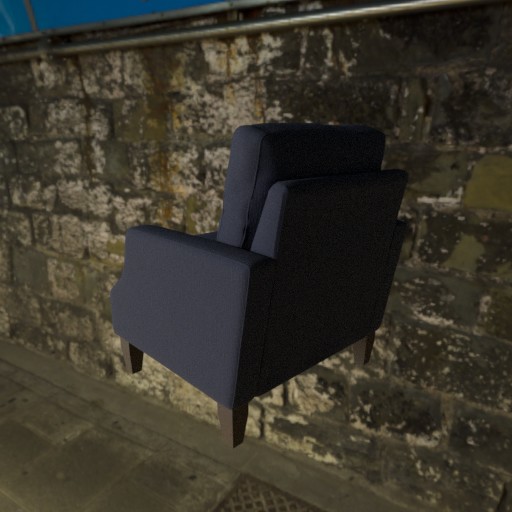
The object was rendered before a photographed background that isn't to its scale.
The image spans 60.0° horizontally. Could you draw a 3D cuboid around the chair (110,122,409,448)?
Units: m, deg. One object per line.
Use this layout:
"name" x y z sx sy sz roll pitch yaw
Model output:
"chair" 0.000 0.000 1.737 0.855 0.991 0.897 -15 21 -42
